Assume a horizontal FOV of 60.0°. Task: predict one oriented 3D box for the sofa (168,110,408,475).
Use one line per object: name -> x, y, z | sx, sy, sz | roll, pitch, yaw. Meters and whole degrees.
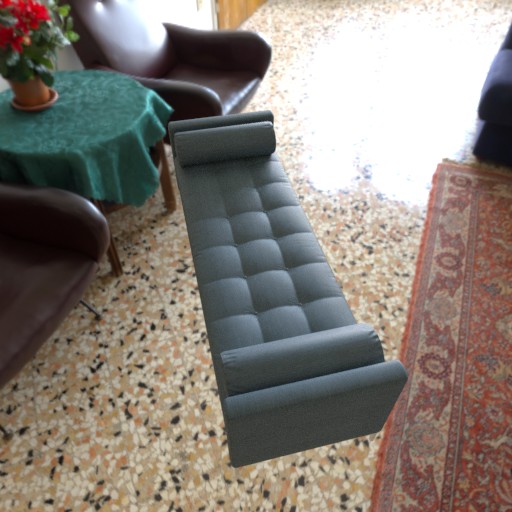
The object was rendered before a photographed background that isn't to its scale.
sofa -> 0.000, 0.000, 2.429 | 0.686, 0.635, 1.981 | -10, 48, -9
